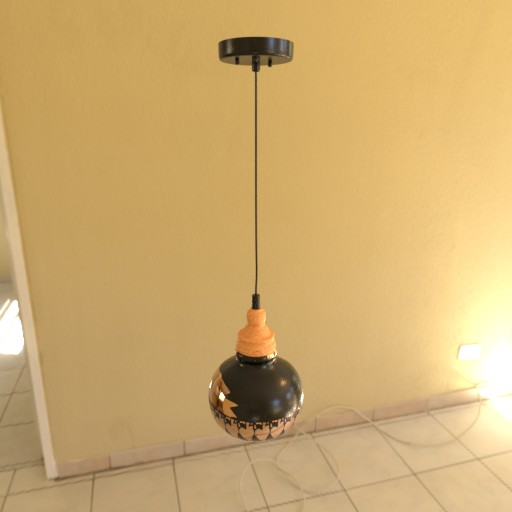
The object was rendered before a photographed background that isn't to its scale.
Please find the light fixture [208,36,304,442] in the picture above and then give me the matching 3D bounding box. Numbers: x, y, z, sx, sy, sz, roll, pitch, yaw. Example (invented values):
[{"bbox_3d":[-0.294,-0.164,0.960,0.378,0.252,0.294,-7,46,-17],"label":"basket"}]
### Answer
[{"bbox_3d":[0.000,0.000,1.837,0.430,1.606,0.430,-7,17,-24],"label":"light fixture"}]
